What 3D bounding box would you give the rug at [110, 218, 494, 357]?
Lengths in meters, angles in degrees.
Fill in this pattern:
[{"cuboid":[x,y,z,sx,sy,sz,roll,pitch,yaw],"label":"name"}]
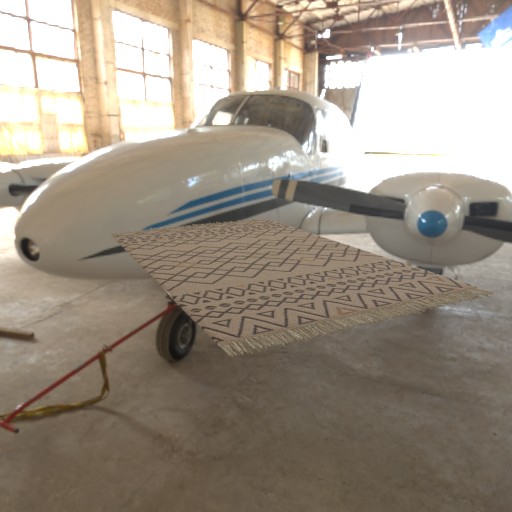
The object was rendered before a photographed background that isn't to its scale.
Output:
[{"cuboid":[0.000,0.000,2.449,1.224,0.028,2.023,-8,17,-26],"label":"rug"}]
